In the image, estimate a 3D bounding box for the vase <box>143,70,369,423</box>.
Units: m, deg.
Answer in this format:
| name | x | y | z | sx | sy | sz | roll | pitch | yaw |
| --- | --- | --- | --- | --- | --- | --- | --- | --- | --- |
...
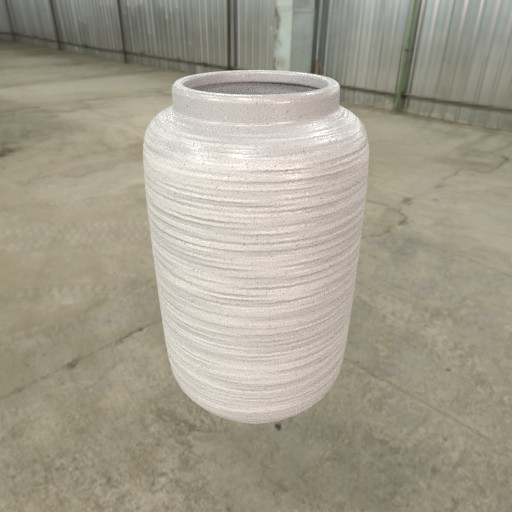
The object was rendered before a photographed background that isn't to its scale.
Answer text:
| name | x | y | z | sx | sy | sz | roll | pitch | yaw |
| --- | --- | --- | --- | --- | --- | --- | --- | --- | --- |
| vase | 0.000 | 0.000 | 0.452 | 0.202 | 0.335 | 0.202 | 0 | 30 | 0 |
